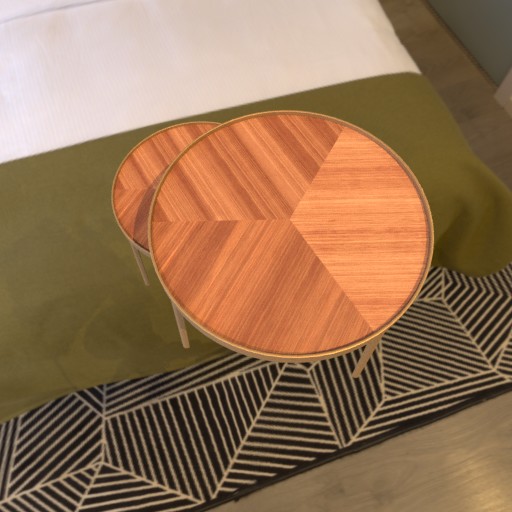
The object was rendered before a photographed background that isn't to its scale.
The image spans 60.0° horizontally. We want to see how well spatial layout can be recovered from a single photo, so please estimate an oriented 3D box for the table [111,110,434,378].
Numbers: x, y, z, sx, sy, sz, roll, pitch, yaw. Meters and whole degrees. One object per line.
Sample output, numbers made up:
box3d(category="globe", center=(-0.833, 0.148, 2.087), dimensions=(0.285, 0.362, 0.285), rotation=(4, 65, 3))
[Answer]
box3d(category="table", center=(0.000, 0.000, 1.103), dimensions=(0.751, 0.555, 0.532), rotation=(37, 69, 16))
